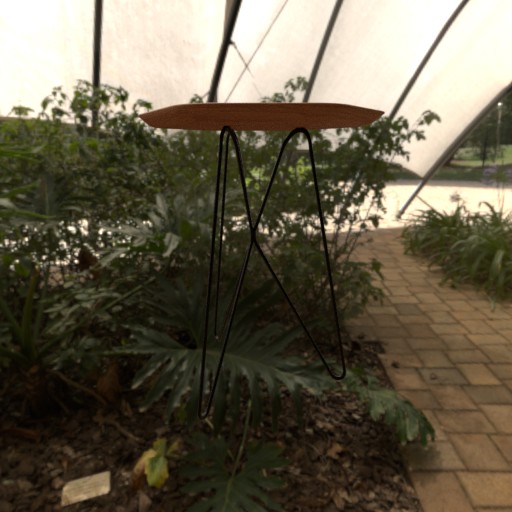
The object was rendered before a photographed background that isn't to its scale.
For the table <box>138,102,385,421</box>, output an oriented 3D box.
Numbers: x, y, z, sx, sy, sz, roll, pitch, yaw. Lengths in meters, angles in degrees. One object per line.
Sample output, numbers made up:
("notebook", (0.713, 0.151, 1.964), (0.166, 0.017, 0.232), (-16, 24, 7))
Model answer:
("table", (0.000, 0.000, 0.918), (0.400, 0.562, 0.500), (-7, 16, -27))
